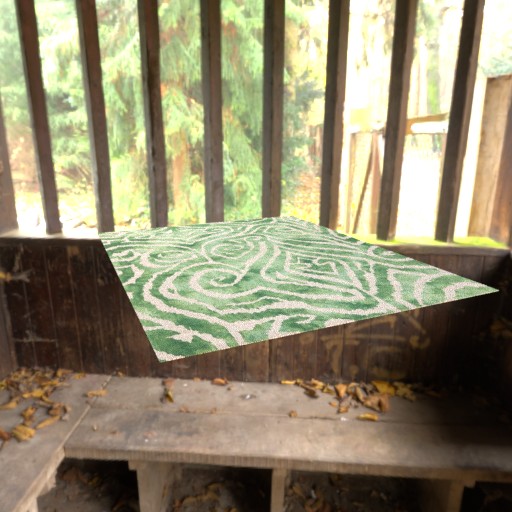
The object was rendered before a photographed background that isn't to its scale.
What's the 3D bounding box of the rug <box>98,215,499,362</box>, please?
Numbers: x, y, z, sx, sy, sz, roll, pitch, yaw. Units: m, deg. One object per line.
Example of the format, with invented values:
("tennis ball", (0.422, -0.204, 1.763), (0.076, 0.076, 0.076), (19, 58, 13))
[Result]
("rug", (0.000, 0.000, 4.019), (2.436, 0.007, 3.045), (-7, 18, -23))
